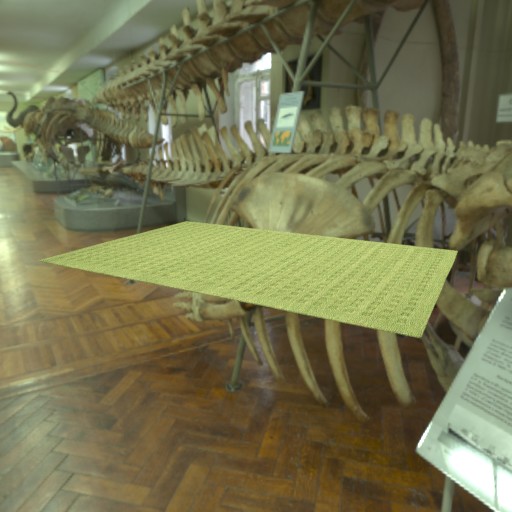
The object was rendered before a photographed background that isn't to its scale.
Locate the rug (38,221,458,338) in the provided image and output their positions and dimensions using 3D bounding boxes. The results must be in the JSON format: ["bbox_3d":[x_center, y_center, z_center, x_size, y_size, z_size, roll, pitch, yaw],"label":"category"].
[{"bbox_3d":[0.000,0.000,2.895,2.297,0.007,1.529,8,17,28],"label":"rug"}]
